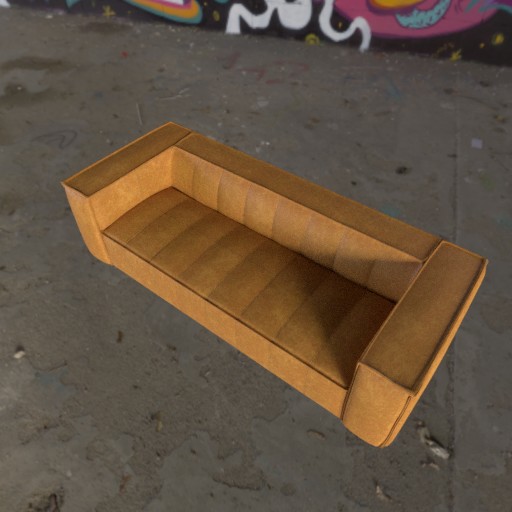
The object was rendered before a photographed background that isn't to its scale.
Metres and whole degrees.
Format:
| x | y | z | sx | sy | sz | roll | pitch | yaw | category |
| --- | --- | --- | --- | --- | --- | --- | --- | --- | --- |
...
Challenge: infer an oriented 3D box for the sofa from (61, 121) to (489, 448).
| x | y | z | sx | sy | sz | roll | pitch | yaw | category |
| --- | --- | --- | --- | --- | --- | --- | --- | --- | --- |
| 0.000 | 0.000 | 2.985 | 2.581 | 0.701 | 1.102 | 29 | 53 | 25 | sofa |
